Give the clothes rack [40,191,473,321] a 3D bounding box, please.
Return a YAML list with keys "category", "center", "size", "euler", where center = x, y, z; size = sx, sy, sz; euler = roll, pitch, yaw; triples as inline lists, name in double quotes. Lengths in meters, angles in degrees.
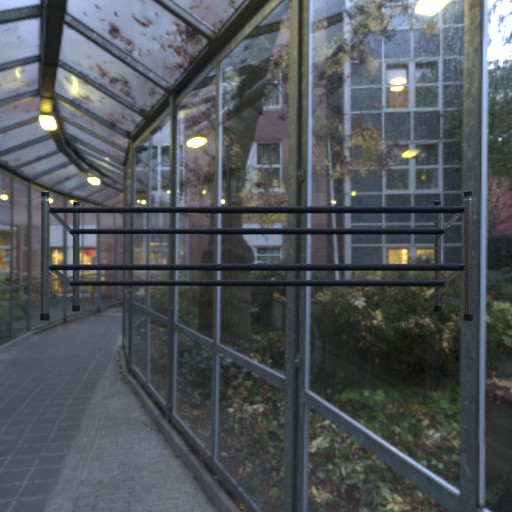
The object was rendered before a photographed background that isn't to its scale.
- category: "clothes rack"
  center: [0.000, 0.000, 1.301]
  size: [1.168, 0.349, 0.229]
  euler: [0, 0, 0]
